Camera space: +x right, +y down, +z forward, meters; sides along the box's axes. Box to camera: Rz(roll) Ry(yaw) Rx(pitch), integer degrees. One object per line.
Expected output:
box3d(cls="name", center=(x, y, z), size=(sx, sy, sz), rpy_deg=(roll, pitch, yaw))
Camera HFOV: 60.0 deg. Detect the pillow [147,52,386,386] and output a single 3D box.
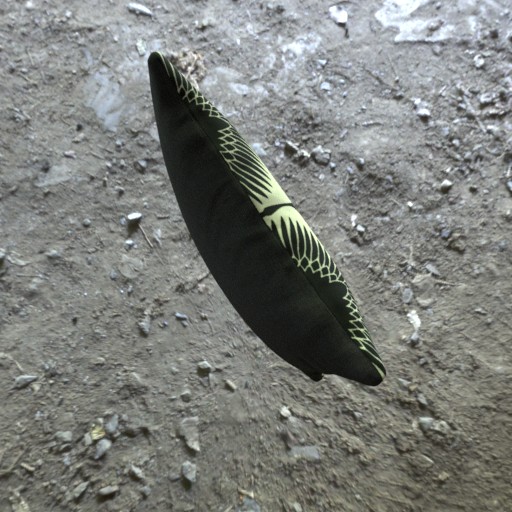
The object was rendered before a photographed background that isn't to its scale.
box3d(cls="pillow", center=(0.000, 0.000, 0.658), size=(0.139, 0.432, 0.432), rpy_deg=(-32, 77, -8))
